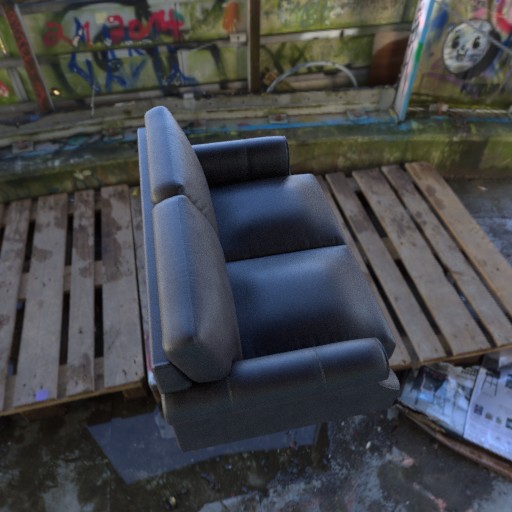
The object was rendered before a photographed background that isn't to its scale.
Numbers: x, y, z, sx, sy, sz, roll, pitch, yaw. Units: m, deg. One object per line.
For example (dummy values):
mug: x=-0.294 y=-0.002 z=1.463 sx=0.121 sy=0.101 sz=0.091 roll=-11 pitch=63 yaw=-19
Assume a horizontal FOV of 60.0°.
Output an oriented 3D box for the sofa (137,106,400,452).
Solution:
sofa: x=0.000 y=0.000 z=2.280 sx=1.030 sy=0.979 sz=1.663 roll=-9 pitch=48 yaw=-8
